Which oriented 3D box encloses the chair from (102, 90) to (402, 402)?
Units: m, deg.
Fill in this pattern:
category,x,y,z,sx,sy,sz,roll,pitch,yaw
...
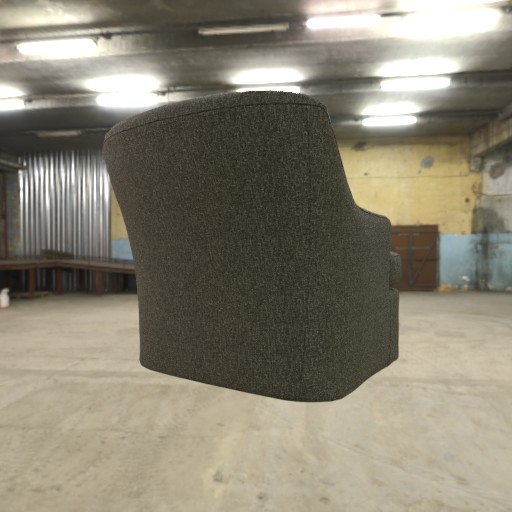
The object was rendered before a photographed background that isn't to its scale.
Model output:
category,x,y,z,sx,sy,sz,roll,pitch,yaw
chair,0.000,0.000,1.585,0.864,0.856,0.923,0,1,35
